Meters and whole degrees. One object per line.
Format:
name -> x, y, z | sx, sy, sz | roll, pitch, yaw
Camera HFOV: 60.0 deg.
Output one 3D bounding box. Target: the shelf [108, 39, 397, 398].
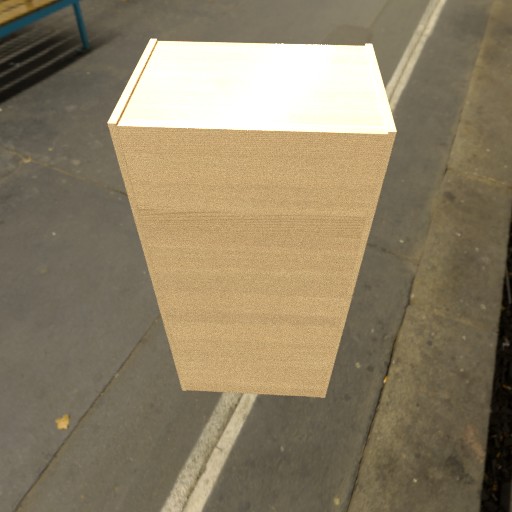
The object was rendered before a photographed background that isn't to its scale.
shelf -> 0.000, 0.000, 1.057 | 0.417, 0.876, 0.292 | 2, 48, 2
